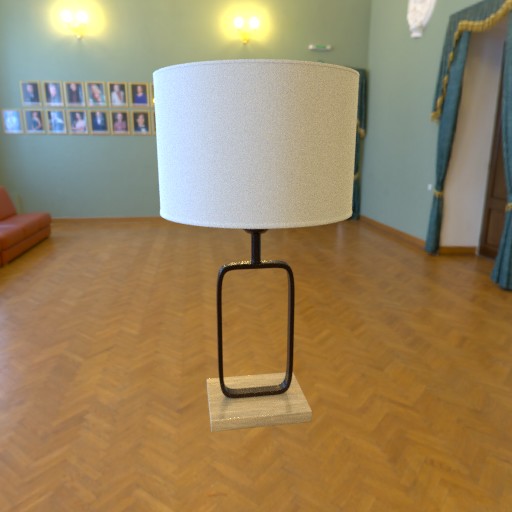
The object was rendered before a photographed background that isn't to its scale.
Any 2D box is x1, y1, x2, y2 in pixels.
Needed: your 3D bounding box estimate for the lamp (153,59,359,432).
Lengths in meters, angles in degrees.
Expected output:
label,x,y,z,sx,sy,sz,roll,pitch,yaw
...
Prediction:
label,x,y,z,sx,sy,sz,roll,pitch,yaw
lamp,0.000,0.000,0.675,0.279,0.508,0.279,-2,14,-9
